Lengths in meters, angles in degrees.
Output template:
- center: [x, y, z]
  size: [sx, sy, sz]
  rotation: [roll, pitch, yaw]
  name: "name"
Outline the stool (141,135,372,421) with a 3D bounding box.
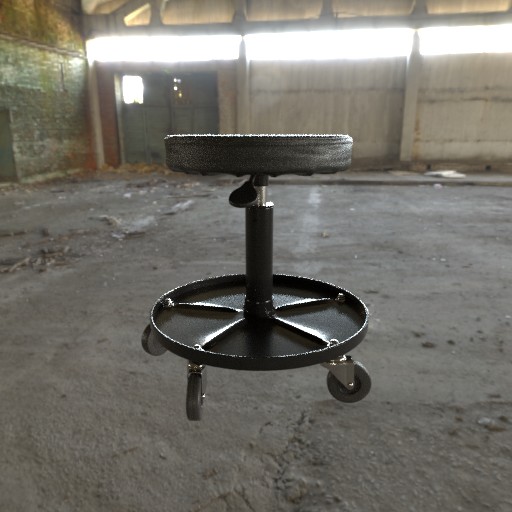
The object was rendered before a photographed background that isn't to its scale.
- center: [0.000, 0.000, 0.693]
  size: [0.381, 0.365, 0.382]
  rotation: [2, 16, 8]
  name: "stool"
